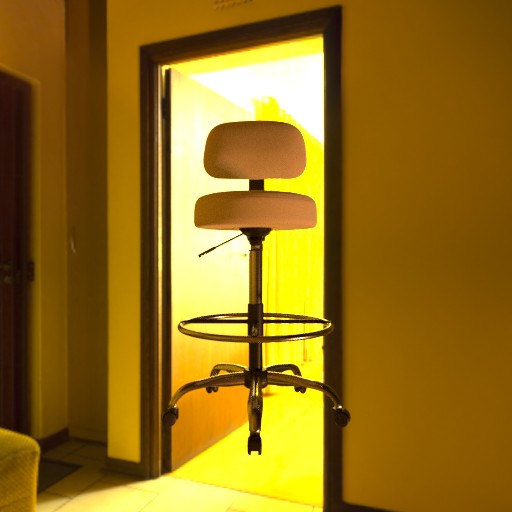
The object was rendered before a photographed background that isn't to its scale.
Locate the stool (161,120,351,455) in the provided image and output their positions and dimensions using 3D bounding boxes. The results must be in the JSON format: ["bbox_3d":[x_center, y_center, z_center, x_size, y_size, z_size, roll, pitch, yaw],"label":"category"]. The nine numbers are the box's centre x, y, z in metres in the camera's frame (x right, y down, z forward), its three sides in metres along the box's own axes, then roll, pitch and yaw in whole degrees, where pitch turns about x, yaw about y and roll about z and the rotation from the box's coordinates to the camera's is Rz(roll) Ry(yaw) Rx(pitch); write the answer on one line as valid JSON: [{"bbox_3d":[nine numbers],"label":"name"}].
[{"bbox_3d":[0.000,0.000,1.490,0.609,1.080,0.616,0,0,1],"label":"stool"}]
